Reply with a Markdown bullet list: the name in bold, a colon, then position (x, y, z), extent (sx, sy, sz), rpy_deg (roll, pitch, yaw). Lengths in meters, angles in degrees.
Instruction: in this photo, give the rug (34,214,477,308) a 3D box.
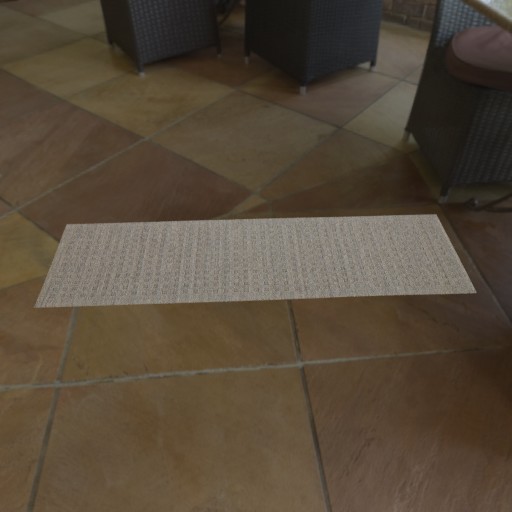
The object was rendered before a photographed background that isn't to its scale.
- **rug**: position (0.000, 0.000, 2.681), extent (2.437, 0.005, 0.688), rpy_deg (-2, 45, -2)
